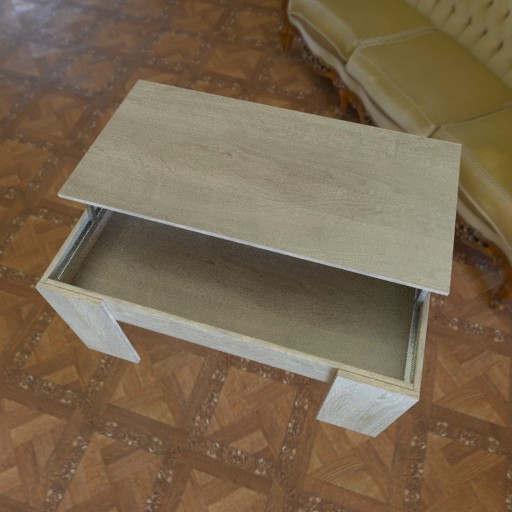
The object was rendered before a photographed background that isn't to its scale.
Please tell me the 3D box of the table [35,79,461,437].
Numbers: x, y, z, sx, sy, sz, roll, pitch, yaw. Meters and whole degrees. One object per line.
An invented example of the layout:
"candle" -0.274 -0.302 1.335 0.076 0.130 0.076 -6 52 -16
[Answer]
"table" 0.000 0.000 1.391 1.000 0.570 0.711 14 59 9
